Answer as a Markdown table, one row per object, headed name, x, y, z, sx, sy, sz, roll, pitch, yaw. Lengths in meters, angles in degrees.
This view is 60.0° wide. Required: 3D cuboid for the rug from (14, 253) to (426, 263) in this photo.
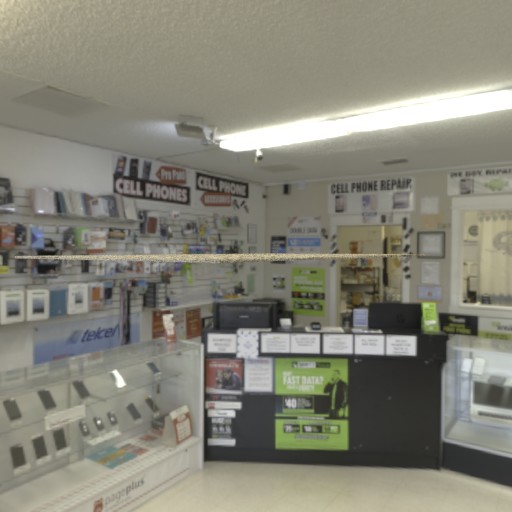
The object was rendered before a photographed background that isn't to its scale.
| name | x | y | z | sx | sy | sz | roll | pitch | yaw |
| --- | --- | --- | --- | --- | --- | --- | --- | --- | --- |
| rug | 0.000 | 0.000 | 2.981 | 1.530 | 0.012 | 2.444 | 1 | 1 | 37 |
